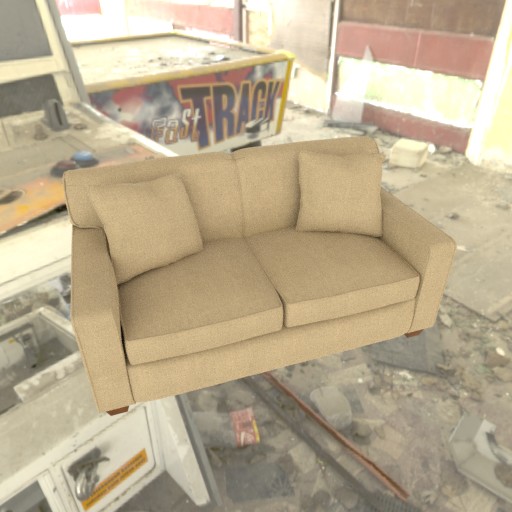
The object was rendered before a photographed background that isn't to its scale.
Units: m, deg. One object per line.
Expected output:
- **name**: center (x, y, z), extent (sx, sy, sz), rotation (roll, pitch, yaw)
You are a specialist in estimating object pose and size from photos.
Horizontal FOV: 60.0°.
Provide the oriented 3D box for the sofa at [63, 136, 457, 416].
- **sofa**: center (0.000, 0.000, 2.421), extent (1.846, 0.958, 0.998), rotation (-10, 35, -16)
